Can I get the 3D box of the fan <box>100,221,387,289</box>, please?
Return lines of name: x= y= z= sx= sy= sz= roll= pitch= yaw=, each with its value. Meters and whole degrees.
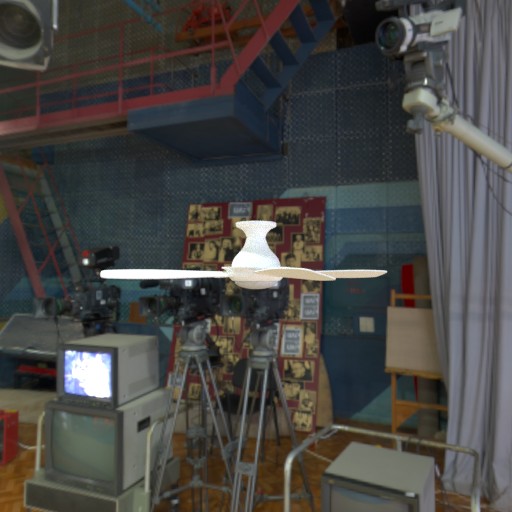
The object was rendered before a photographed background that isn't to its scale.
fan: x=0.000 y=0.000 z=2.560 sx=1.693 sy=0.382 sz=1.694 roll=1 pitch=-2 yaw=-18
